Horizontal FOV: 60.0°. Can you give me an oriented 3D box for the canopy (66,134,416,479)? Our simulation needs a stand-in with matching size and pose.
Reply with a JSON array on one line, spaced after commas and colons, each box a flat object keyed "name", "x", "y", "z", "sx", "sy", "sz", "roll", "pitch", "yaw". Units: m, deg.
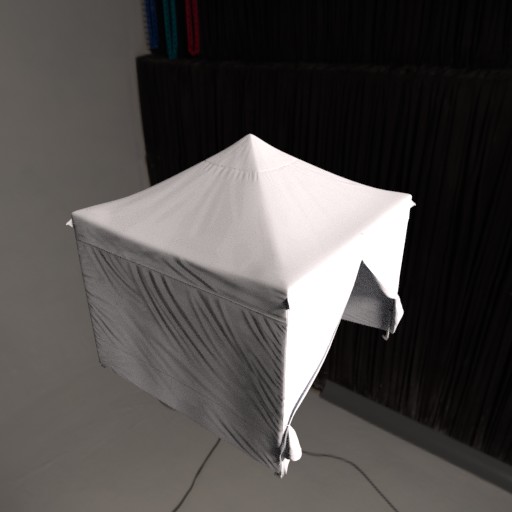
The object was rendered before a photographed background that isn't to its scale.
[{"name": "canopy", "x": 0.000, "y": 0.000, "z": 5.558, "sx": 3.121, "sy": 2.997, "sz": 3.043, "roll": 18, "pitch": 31, "yaw": 32}]
